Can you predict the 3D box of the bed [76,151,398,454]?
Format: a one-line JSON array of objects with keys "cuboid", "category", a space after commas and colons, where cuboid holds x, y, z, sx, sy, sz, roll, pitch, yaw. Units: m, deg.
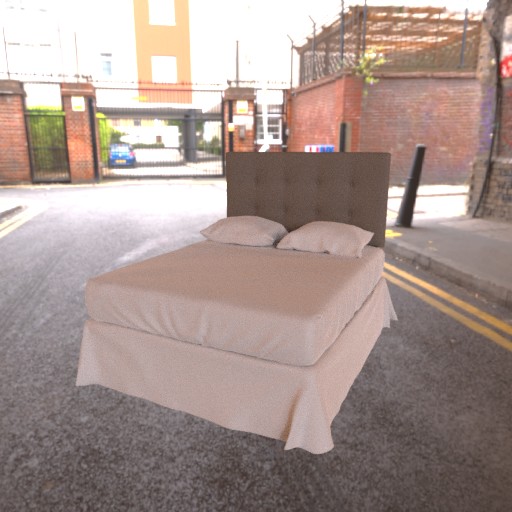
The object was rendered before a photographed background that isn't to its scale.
[{"cuboid": [0.000, 0.000, 3.485, 1.936, 1.577, 2.222, 7, 15, 26], "category": "bed"}]
